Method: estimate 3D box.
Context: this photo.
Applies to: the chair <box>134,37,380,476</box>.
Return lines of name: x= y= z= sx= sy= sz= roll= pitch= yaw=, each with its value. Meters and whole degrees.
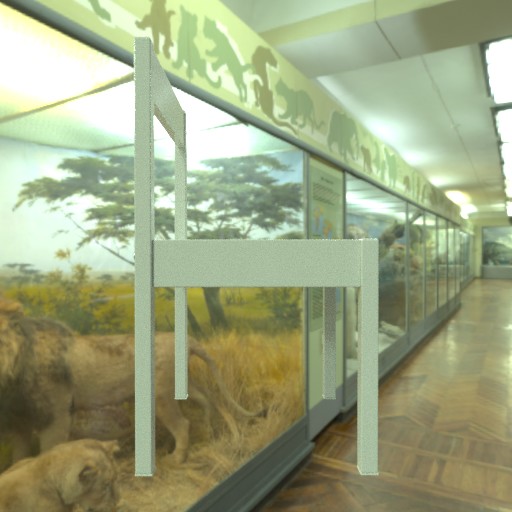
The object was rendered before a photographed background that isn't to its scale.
chair: x=0.000 y=0.000 z=0.651 sx=0.285 sy=0.505 sz=0.285 roll=0 pitch=1 yaw=0
